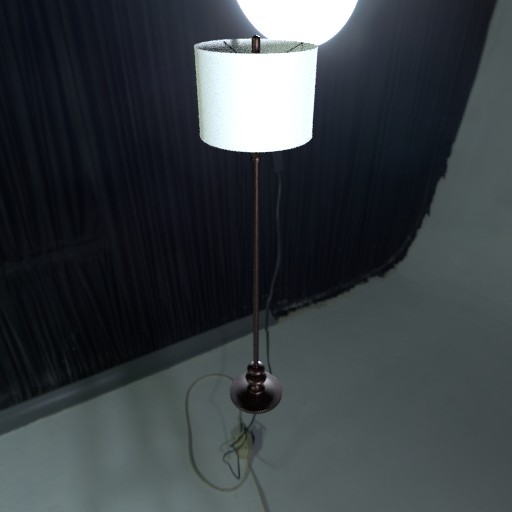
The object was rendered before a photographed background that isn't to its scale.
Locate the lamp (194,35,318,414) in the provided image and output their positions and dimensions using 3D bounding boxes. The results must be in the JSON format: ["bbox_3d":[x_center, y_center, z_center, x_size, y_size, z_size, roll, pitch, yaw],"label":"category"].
[{"bbox_3d":[0.000,0.000,1.660,0.356,1.487,0.356,-20,37,-29],"label":"lamp"}]
